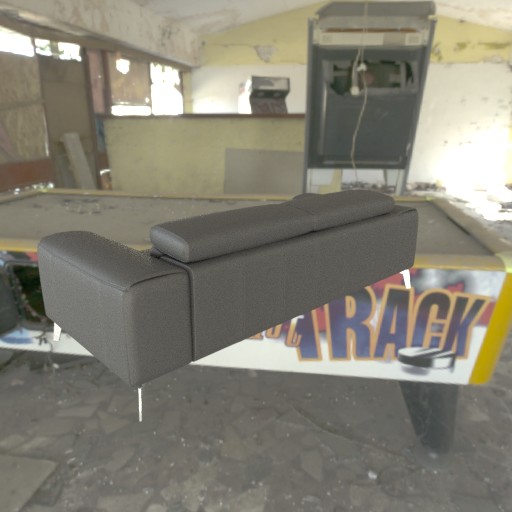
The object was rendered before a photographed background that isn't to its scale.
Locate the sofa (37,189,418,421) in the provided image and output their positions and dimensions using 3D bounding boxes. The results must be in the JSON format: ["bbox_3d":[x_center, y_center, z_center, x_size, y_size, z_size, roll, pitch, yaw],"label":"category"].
[{"bbox_3d":[0.000,0.000,2.831,2.321,0.759,1.023,-15,23,-41],"label":"sofa"}]
